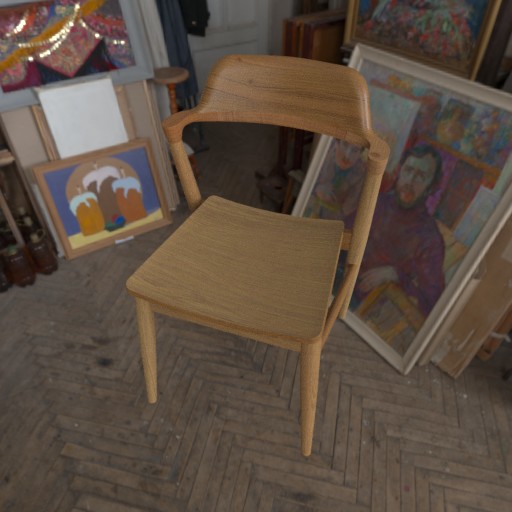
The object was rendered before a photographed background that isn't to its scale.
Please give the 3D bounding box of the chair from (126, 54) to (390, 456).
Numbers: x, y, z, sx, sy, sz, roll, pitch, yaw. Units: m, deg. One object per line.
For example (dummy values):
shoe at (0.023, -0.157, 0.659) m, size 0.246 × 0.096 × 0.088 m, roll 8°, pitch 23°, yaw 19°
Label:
chair at (0.000, 0.000, 1.082) m, size 0.512 × 0.792 × 0.499 m, roll 13°, pitch 42°, yaw 15°
